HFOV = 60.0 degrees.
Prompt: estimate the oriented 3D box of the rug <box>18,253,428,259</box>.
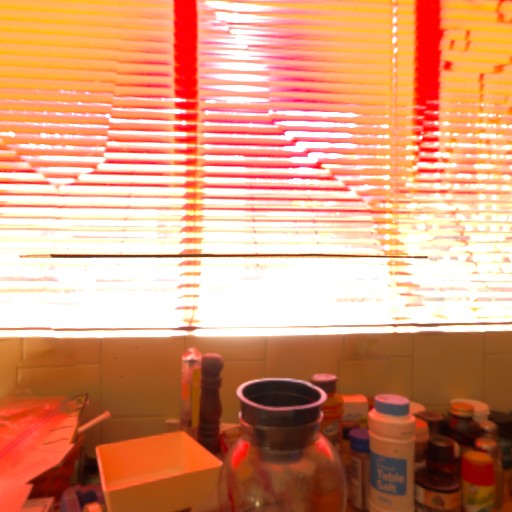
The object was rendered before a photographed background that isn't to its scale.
[{"bbox_3d":[0.000,0.000,2.524,2.320,0.032,0.692,0,0,-36],"label":"rug"}]
